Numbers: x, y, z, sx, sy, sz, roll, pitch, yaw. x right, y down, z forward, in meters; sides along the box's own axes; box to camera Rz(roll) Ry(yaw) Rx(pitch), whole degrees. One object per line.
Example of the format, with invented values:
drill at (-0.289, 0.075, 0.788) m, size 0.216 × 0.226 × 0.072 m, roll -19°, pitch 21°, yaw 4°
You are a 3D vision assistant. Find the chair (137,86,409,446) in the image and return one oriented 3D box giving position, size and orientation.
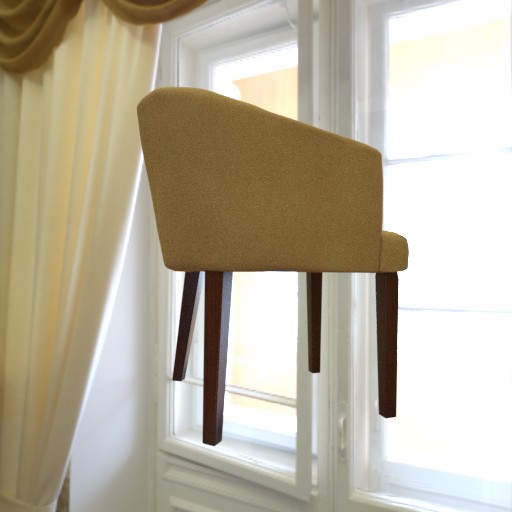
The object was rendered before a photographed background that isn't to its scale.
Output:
chair at (0.000, 0.000, 1.258) m, size 0.655 × 0.811 × 0.583 m, roll 0°, pitch 0°, yaw -17°
